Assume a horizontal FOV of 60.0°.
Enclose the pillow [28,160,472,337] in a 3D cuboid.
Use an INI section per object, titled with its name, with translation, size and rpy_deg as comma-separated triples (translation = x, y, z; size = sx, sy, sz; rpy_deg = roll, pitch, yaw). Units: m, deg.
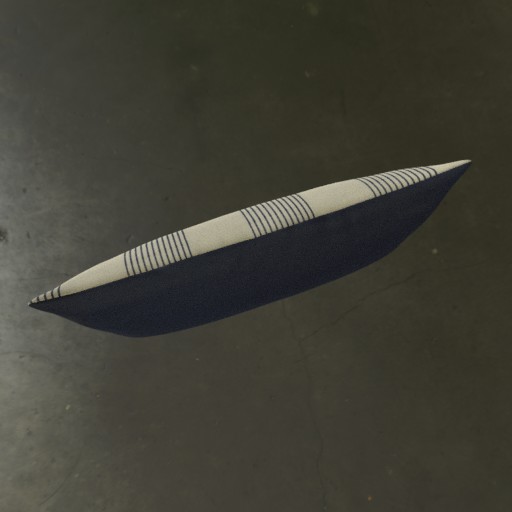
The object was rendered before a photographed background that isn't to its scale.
[pillow]
translation = 0.000, 0.000, 0.708
size = 0.610, 0.287, 0.151
rpy_deg = -18, 76, -5
